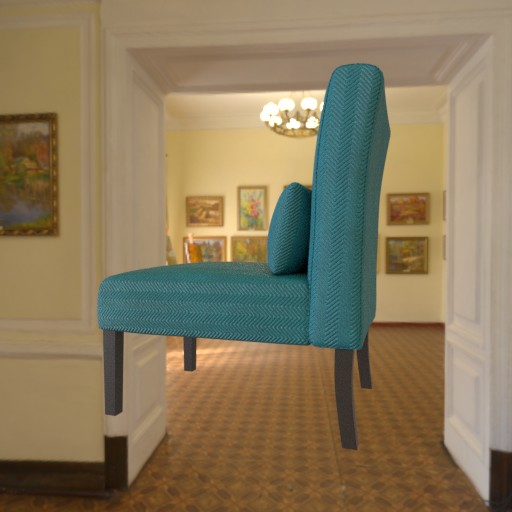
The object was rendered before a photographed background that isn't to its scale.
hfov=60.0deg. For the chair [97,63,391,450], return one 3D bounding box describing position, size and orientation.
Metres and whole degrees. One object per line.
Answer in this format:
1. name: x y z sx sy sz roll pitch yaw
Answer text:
1. chair: 0.000 0.000 1.421 0.808 0.927 0.579 0 1 19
